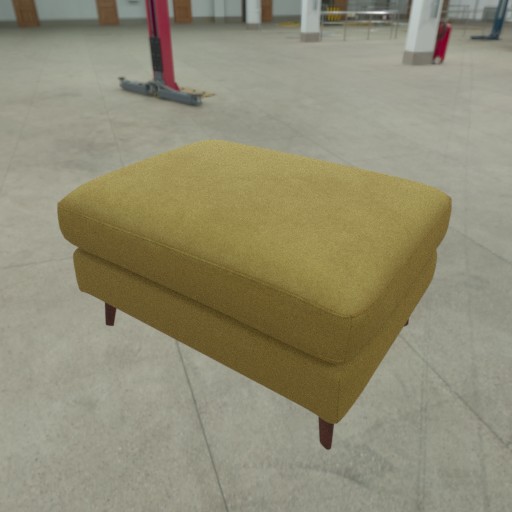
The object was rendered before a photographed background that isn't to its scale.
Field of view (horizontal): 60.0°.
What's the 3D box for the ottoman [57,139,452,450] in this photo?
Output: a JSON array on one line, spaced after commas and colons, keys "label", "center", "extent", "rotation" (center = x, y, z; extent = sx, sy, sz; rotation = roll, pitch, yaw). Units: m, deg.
[{"label": "ottoman", "center": [0.000, 0.000, 1.153], "extent": [0.811, 0.449, 0.608], "rotation": [20, 36, 29]}]
